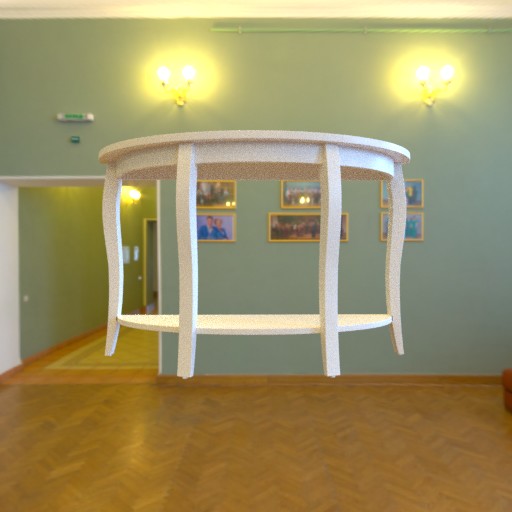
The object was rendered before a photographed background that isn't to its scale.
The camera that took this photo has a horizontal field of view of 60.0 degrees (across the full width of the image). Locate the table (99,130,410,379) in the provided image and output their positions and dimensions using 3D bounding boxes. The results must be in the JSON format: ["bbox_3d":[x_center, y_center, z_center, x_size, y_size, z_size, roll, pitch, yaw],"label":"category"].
[{"bbox_3d":[0.000,0.000,1.571,1.219,0.780,0.394,0,0,-1],"label":"table"}]
